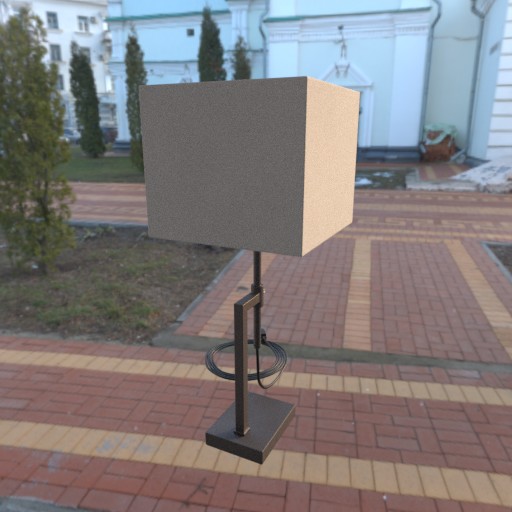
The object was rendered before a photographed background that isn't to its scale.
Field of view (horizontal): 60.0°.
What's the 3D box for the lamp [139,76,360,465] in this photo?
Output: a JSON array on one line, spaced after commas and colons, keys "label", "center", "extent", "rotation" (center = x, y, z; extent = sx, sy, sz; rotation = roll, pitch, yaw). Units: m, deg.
[{"label": "lamp", "center": [0.000, 0.000, 0.963], "extent": [0.399, 0.660, 0.504], "rotation": [8, 18, 25]}]
